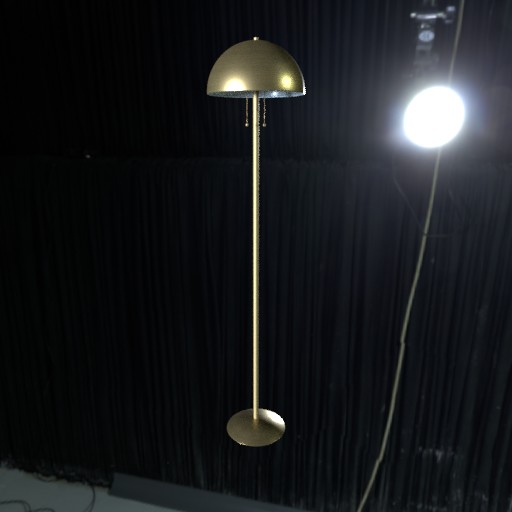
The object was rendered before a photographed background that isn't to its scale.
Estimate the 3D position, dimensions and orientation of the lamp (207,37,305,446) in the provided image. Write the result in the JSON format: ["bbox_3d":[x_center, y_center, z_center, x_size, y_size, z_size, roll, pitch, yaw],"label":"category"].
[{"bbox_3d":[0.000,0.000,1.648,0.328,1.480,0.328,2,16,8],"label":"lamp"}]
